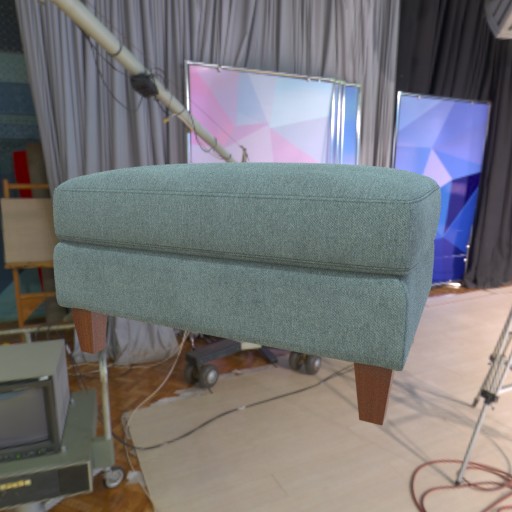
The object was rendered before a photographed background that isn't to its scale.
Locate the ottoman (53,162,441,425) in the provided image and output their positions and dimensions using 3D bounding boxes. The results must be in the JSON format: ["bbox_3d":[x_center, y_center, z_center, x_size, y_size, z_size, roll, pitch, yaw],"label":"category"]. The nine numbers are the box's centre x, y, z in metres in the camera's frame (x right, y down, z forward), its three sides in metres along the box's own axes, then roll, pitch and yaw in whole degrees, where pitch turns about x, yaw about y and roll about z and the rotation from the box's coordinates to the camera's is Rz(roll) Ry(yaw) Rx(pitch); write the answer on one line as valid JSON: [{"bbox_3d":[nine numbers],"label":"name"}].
[{"bbox_3d":[0.000,0.000,1.168,0.864,0.483,0.584,6,13,25],"label":"ottoman"}]
